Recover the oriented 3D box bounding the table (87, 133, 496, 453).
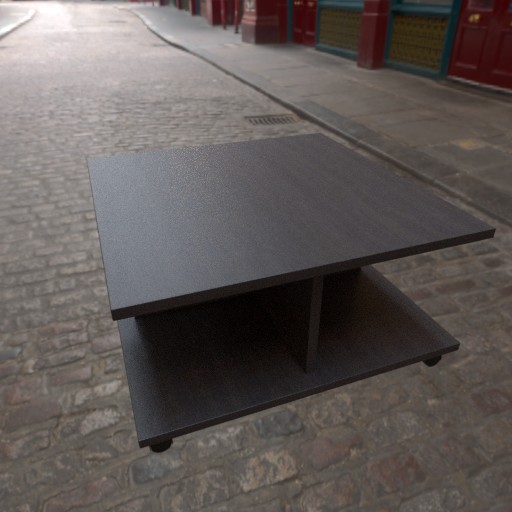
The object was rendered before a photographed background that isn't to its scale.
[{"bbox_3d":[0.000,0.000,1.196,0.762,0.396,0.762,-11,33,-18],"label":"table"}]
